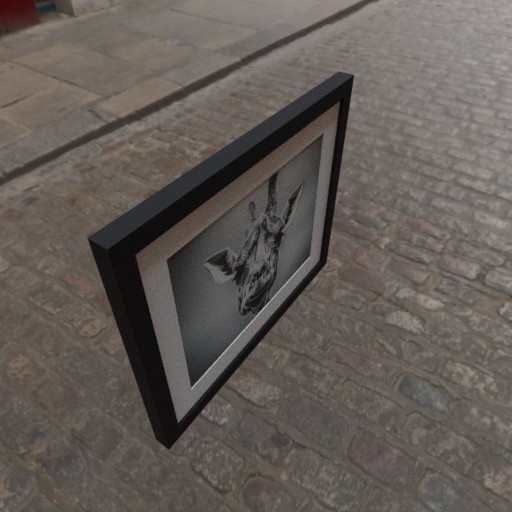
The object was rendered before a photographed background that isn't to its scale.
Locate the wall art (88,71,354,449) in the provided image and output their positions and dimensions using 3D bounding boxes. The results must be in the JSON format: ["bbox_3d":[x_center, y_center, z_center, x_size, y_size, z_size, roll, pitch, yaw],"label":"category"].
[{"bbox_3d":[0.000,0.000,0.771,0.031,0.457,0.558,25,49,25],"label":"wall art"}]
